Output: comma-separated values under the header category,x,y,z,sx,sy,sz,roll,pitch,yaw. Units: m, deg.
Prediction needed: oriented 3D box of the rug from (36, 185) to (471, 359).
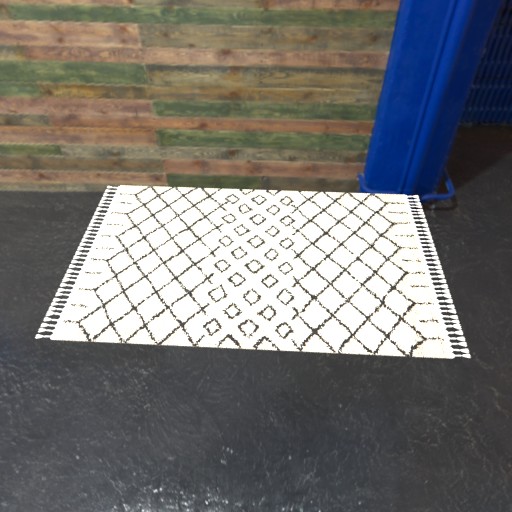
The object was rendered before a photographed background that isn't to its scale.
category,x,y,z,sx,sy,sz,roll,pitch,yaw
rug,0.000,0.000,2.450,2.006,0.008,1.196,2,46,2
